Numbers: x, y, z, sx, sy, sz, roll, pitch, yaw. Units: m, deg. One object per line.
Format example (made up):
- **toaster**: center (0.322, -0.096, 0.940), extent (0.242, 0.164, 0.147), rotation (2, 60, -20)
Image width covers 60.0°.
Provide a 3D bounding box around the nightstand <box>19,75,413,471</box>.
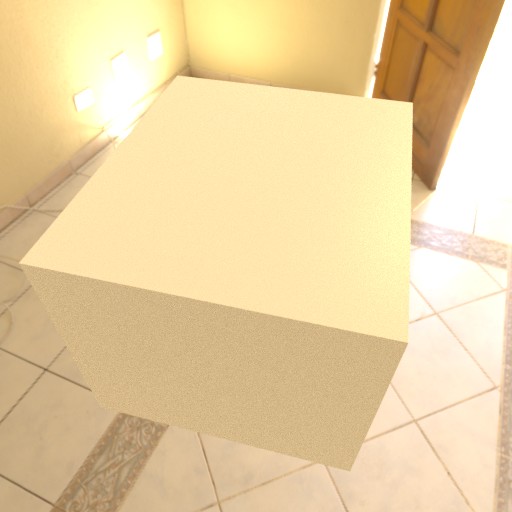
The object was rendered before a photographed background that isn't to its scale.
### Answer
- **nightstand**: center (0.000, 0.000, 0.726), extent (0.408, 0.351, 0.470), rotation (10, 47, 10)
